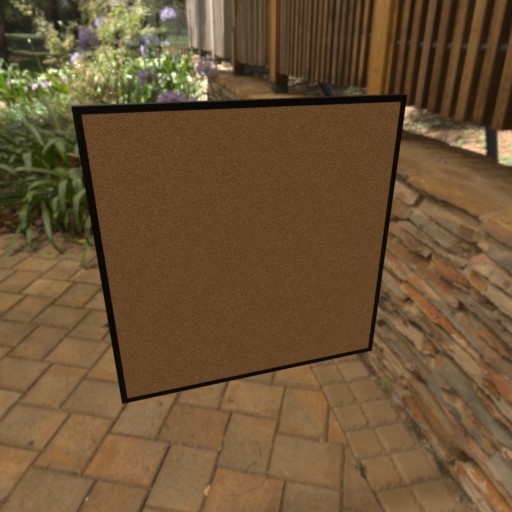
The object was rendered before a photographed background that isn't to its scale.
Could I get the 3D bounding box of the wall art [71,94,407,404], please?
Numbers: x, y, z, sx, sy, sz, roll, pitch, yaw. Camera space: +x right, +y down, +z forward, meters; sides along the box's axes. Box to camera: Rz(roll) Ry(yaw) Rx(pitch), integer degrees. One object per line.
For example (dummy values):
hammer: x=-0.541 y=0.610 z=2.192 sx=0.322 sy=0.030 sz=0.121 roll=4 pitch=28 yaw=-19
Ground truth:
wall art: x=0.000 y=0.000 z=0.684 sx=0.457 sy=0.458 sz=0.012 roll=-8 pitch=27 yaw=-16
